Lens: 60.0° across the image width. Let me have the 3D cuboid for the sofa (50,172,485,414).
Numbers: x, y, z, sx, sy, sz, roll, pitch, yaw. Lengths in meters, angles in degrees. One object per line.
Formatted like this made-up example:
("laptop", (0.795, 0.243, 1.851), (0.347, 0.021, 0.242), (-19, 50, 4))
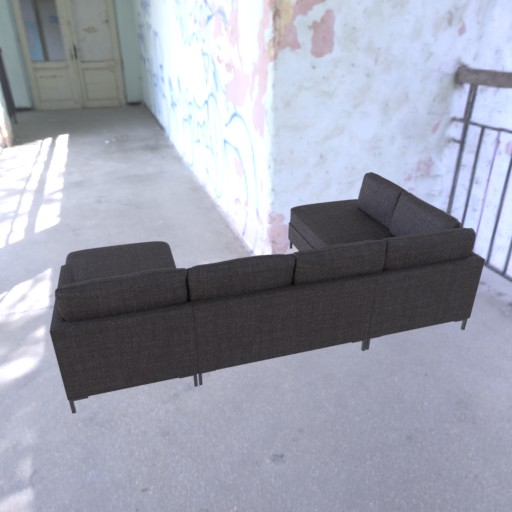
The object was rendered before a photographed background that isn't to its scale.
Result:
("sofa", (0.000, 0.000, 4.195), (3.423, 0.999, 2.048), (-8, 29, -15))
